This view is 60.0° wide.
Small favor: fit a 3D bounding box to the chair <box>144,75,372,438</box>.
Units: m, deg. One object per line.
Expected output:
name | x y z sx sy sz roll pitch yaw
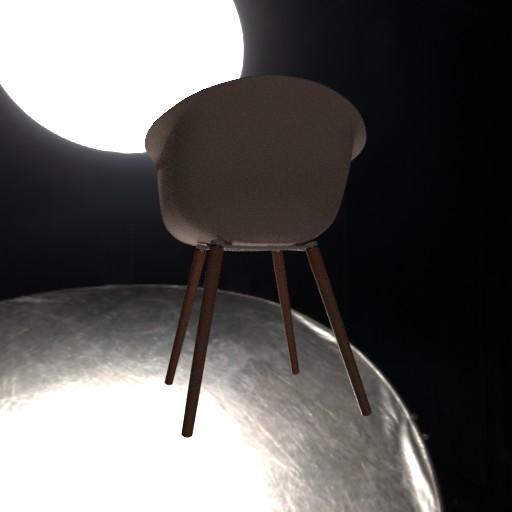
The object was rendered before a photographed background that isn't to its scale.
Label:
chair | 0.000 0.000 1.204 0.593 0.781 0.504 0 -1 -18
